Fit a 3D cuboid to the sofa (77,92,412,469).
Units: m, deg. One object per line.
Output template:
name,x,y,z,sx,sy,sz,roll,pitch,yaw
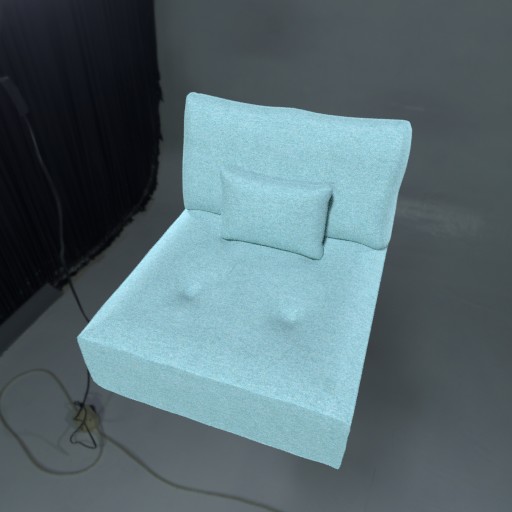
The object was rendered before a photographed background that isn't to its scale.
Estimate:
sofa,0.000,0.000,1.663,0.930,0.820,1.000,13,42,15
